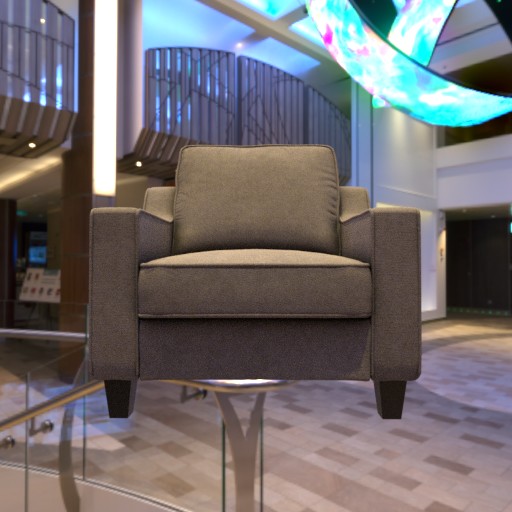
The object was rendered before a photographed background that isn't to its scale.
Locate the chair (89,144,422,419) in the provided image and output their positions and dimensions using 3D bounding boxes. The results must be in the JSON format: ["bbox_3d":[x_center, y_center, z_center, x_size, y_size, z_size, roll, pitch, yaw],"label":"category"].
[{"bbox_3d":[0.000,0.000,1.605,0.926,0.944,0.840,0,-1,1],"label":"chair"}]
